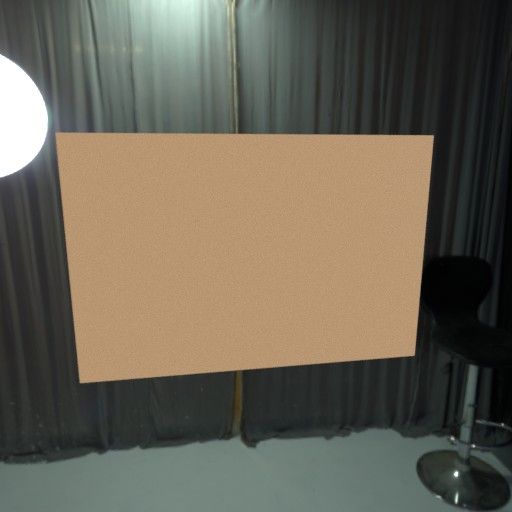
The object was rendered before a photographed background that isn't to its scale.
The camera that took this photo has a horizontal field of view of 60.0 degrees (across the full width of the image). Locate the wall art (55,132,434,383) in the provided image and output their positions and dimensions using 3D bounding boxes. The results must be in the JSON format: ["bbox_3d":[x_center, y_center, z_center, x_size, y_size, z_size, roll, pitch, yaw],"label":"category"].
[{"bbox_3d":[0.000,0.000,0.771,0.609,0.407,0.039,-2,13,-10],"label":"wall art"}]
